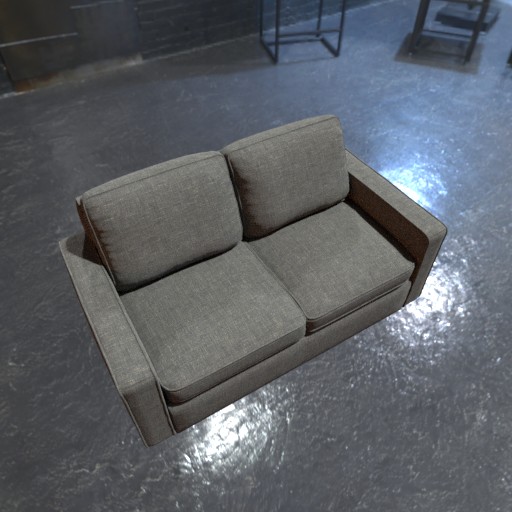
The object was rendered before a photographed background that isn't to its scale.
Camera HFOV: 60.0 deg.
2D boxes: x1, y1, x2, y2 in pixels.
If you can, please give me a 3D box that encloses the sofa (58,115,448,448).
[{"bbox_3d":[0.000,0.000,2.260,1.709,0.918,0.947,-24,51,-21],"label":"sofa"}]
